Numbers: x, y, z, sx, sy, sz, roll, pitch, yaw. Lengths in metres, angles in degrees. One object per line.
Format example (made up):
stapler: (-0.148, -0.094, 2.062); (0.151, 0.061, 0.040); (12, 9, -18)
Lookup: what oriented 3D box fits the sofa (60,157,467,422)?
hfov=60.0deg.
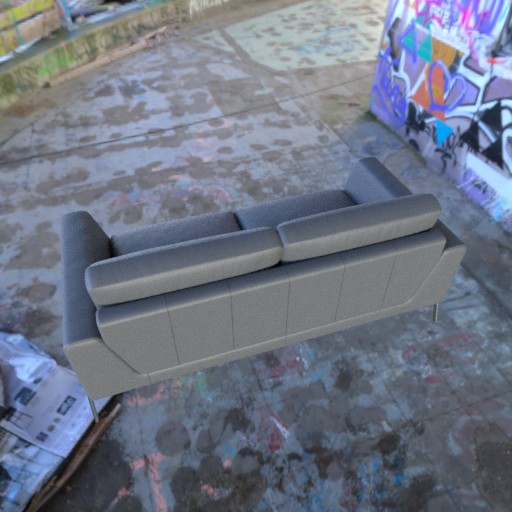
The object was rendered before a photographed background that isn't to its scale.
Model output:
sofa: (0.000, 0.000, 2.492); (2.017, 0.875, 0.953); (-13, 44, -13)
